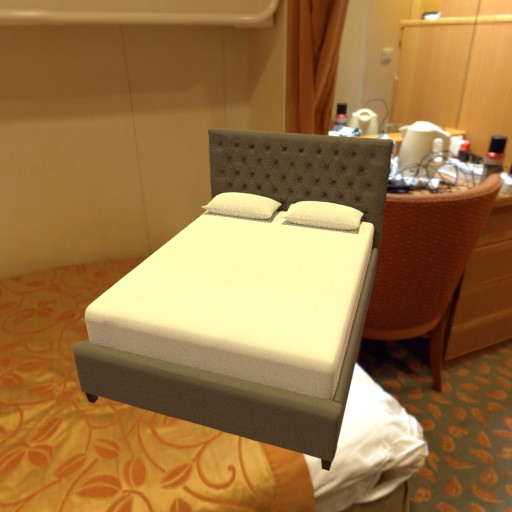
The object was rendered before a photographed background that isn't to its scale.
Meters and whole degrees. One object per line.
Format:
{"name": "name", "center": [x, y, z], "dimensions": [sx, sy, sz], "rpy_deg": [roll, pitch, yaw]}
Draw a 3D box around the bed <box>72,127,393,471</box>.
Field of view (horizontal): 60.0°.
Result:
{"name": "bed", "center": [0.000, 0.000, 3.334], "dimensions": [1.696, 1.426, 2.233], "rpy_deg": [9, 28, 17]}
